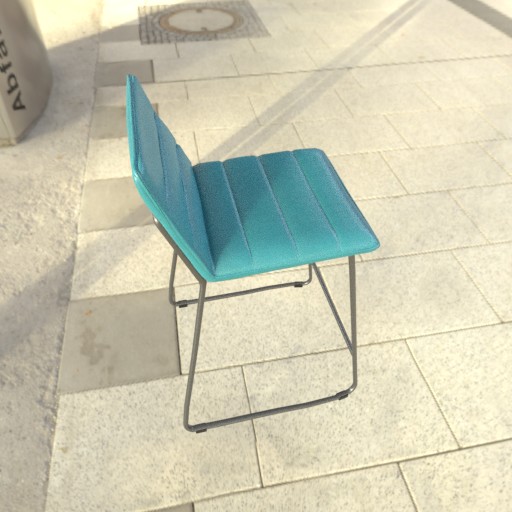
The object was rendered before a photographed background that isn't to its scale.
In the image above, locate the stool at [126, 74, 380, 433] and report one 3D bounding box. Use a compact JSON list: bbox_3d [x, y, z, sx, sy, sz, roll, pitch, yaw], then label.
[{"bbox_3d":[0.000,0.000,1.165,0.524,0.866,0.489,-9,46,-9],"label":"stool"}]
